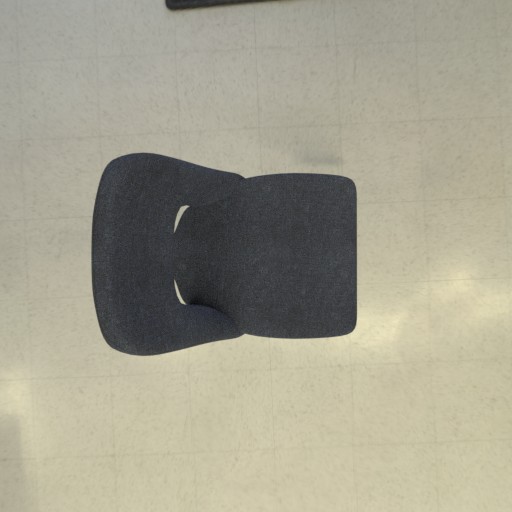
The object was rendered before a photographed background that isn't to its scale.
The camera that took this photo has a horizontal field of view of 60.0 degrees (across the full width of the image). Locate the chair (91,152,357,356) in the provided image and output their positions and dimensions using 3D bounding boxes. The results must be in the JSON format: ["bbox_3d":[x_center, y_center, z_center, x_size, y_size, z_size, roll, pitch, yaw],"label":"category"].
[{"bbox_3d":[0.000,0.000,1.275,0.612,0.931,0.470,0,90,0],"label":"chair"}]
